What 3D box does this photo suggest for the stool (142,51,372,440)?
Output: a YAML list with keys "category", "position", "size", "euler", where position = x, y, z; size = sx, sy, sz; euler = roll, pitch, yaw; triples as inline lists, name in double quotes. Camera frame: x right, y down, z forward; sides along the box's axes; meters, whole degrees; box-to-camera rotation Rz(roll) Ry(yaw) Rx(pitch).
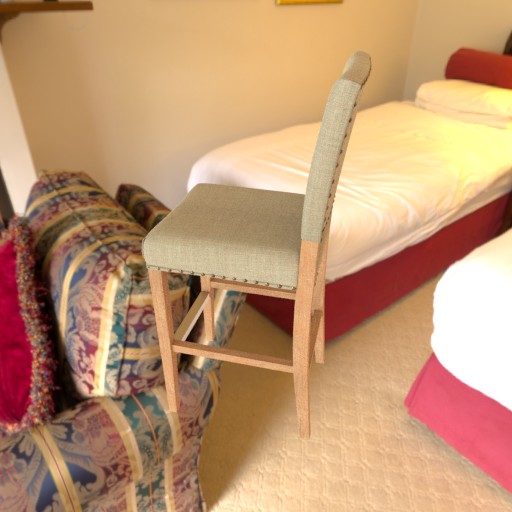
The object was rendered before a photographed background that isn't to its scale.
- category: "stool"
  position: [0.000, 0.000, 1.463]
  size: [0.585, 1.203, 0.445]
  euler: [8, 33, 13]
